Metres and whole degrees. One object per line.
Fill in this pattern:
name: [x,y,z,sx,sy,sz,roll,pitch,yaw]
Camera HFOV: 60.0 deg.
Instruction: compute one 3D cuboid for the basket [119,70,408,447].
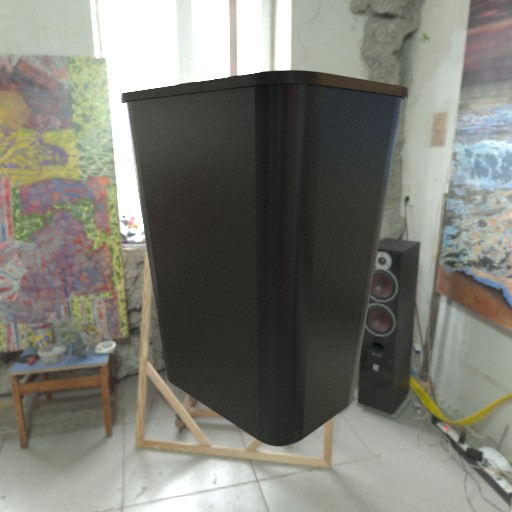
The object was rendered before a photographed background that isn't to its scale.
basket: [0.000,0.000,0.746,0.287,0.521,0.394,-14,20,-43]
